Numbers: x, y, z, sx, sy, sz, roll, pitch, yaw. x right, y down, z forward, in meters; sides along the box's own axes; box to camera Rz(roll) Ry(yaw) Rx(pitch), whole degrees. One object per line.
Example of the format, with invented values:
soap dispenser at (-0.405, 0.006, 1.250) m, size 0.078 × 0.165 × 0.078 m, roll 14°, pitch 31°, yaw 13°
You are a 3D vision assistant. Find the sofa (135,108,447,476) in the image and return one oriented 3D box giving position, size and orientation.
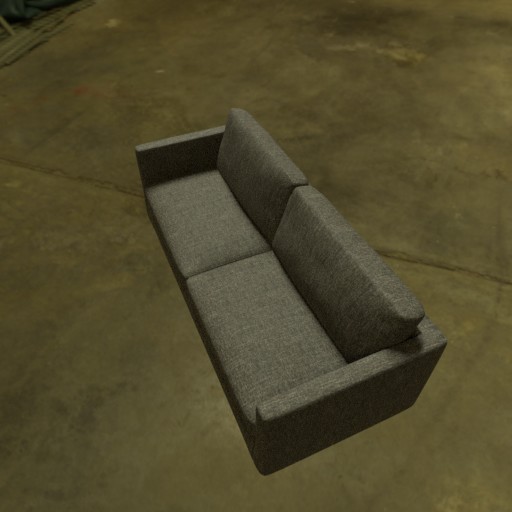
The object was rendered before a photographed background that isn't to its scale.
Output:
sofa at (0.000, 0.000, 2.740) m, size 0.948 × 0.960 × 2.208 m, roll -18°, pitch 48°, yaw -17°
